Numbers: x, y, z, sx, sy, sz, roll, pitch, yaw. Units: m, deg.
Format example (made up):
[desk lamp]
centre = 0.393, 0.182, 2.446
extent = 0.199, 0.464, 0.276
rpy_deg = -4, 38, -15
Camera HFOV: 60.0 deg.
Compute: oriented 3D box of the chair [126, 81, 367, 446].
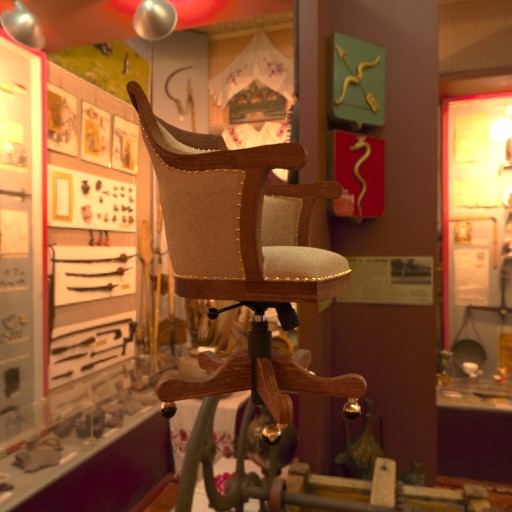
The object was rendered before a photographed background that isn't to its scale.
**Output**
[chair]
centre = 0.000, 0.000, 1.419
extent = 0.689, 0.965, 0.656
rpy_deg = 0, 0, 19
